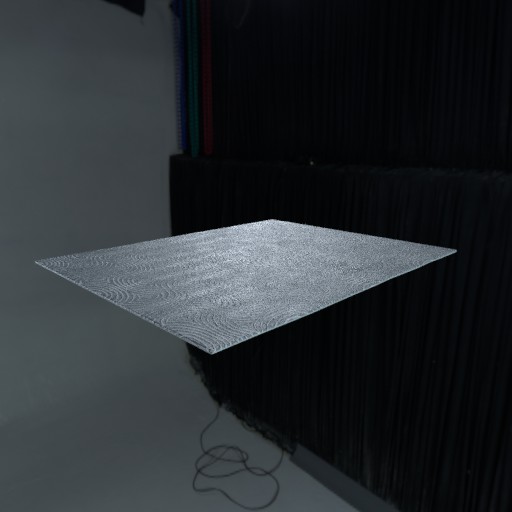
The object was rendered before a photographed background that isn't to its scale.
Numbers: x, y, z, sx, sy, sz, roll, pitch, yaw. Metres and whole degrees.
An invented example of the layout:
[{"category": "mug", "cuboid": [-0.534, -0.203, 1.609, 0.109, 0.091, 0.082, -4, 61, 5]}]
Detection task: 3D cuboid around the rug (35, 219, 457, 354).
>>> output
[{"category": "rug", "cuboid": [0.000, 0.000, 4.081, 3.042, 0.021, 2.456, -14, 20, -43]}]
